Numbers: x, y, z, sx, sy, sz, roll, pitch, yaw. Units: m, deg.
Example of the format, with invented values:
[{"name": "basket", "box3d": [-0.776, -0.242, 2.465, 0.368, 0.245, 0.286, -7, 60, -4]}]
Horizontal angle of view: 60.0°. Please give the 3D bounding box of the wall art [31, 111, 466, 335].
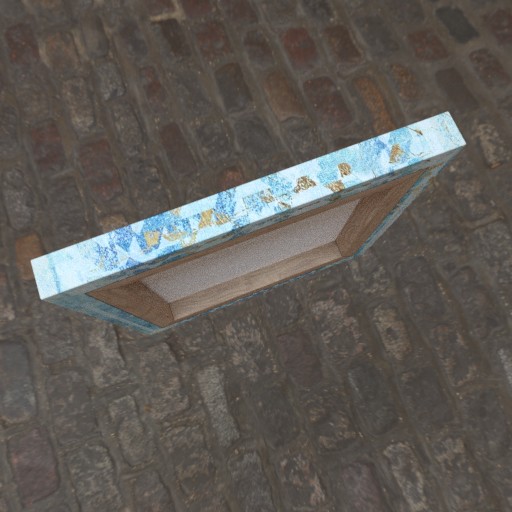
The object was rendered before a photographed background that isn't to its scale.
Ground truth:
[{"name": "wall art", "box3d": [0.000, 0.000, 0.594, 0.405, 0.405, 0.037, -20, 77, -5]}]
